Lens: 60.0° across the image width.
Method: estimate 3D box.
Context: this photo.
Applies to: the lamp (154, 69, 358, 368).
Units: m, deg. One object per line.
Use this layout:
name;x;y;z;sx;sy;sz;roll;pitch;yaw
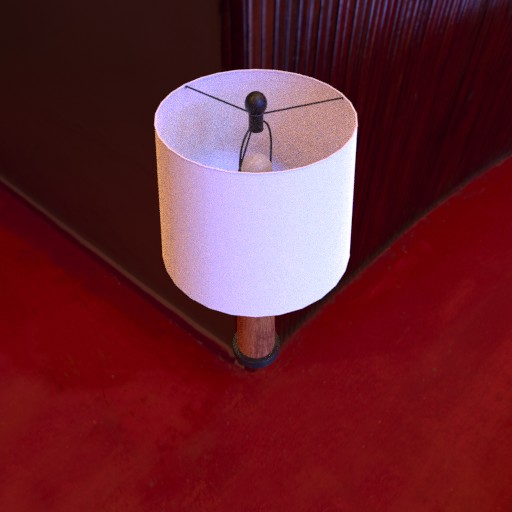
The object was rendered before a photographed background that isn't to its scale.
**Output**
lamp;0.000;0.000;0.862;0.349;0.667;0.349;0;47;0
